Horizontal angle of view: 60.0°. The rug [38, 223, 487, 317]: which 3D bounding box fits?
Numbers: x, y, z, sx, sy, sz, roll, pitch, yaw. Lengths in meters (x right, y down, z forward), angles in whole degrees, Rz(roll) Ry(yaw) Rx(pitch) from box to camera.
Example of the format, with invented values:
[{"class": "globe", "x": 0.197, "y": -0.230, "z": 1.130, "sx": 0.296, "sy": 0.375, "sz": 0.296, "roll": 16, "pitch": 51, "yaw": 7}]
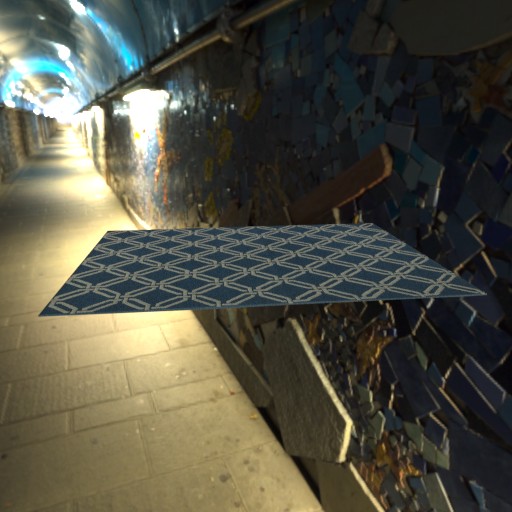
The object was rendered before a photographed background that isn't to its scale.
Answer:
[{"class": "rug", "x": 0.000, "y": 0.000, "z": 4.419, "sx": 3.342, "sy": 0.018, "sz": 2.432, "roll": -2, "pitch": 18, "yaw": -6}]
